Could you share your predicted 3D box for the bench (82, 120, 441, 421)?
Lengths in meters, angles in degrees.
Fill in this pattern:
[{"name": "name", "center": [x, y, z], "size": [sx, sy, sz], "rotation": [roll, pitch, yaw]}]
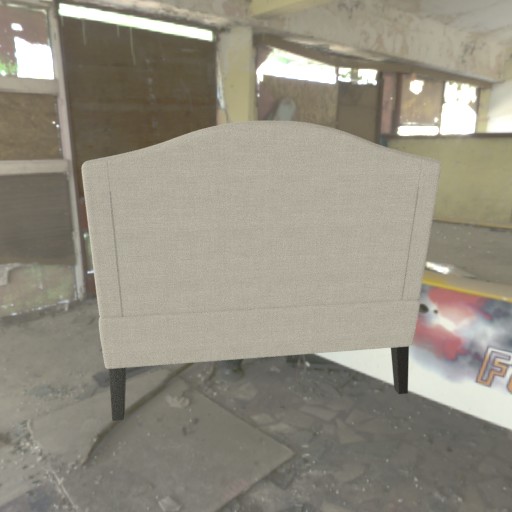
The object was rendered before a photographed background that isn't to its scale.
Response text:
[{"name": "bench", "center": [0.000, 0.000, 2.074], "size": [1.335, 1.180, 0.815], "rotation": [-2, 15, -9]}]
